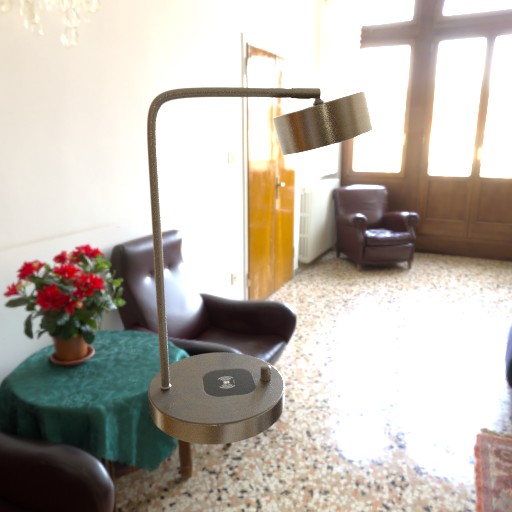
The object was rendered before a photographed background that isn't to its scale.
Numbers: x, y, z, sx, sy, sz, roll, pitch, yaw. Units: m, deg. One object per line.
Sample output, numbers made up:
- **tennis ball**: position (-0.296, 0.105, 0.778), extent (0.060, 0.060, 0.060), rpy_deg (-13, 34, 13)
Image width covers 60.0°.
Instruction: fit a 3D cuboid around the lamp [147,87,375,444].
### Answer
- **lamp**: position (0.000, 0.000, 0.654), extent (0.334, 0.469, 0.211), rpy_deg (-2, 14, -10)
